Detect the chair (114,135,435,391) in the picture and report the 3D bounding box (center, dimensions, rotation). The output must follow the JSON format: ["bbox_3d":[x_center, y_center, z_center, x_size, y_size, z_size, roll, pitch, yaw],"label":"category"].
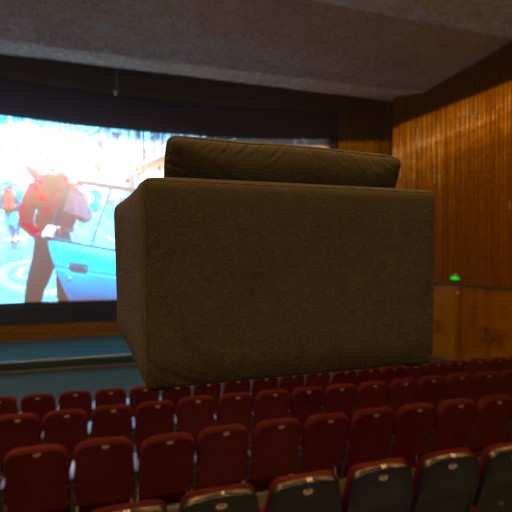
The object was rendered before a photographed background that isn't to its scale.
[{"bbox_3d":[0.000,0.000,1.966,1.190,0.845,1.091,0,1,-18],"label":"chair"}]
